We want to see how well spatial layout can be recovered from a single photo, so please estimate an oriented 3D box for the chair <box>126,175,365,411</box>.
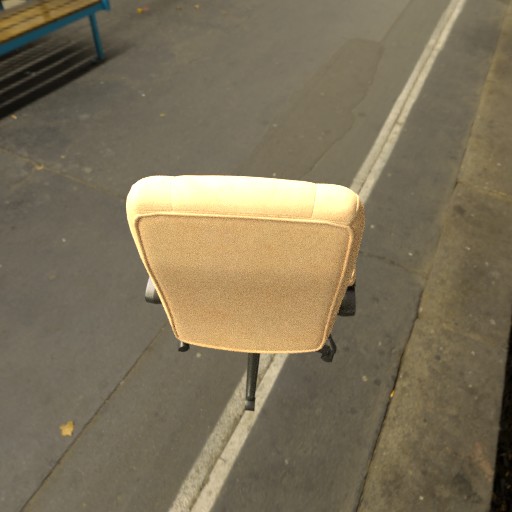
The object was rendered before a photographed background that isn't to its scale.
[{"bbox_3d":[0.000,0.000,1.521,0.667,1.105,0.724,3,47,3],"label":"chair"}]
